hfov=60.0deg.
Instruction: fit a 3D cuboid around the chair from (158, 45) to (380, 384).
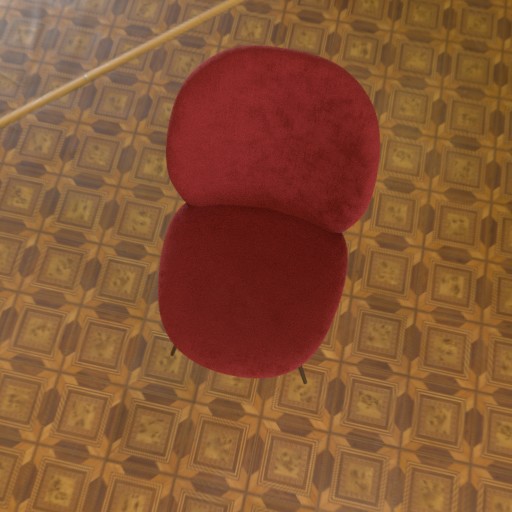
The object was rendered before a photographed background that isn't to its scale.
[{"bbox_3d":[0.000,0.000,1.105,0.458,0.791,0.587,11,75,3],"label":"chair"}]
